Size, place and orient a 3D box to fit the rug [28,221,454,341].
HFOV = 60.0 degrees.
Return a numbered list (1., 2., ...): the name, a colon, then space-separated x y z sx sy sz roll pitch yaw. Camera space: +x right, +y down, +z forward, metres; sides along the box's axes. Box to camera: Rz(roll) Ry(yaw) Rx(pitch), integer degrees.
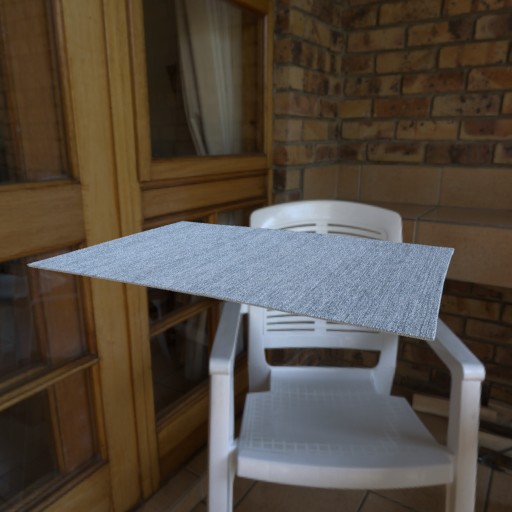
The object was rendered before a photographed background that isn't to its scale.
1. rug: 0.000 0.000 2.912 2.338 0.030 1.616 7 17 25
